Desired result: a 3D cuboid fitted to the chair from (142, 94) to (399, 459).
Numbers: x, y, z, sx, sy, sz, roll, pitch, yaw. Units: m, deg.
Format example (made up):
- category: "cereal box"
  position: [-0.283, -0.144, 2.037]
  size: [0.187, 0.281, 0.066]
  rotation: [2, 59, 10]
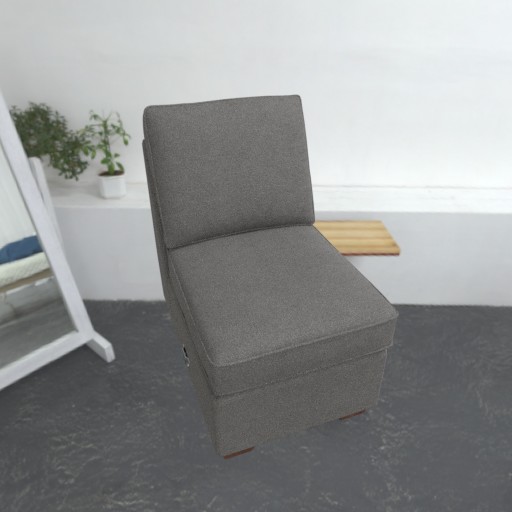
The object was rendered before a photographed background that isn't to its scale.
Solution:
- category: "chair"
  position: [0.000, 0.000, 1.610]
  size: [0.621, 0.970, 0.938]
  rotation: [-11, 33, -17]
